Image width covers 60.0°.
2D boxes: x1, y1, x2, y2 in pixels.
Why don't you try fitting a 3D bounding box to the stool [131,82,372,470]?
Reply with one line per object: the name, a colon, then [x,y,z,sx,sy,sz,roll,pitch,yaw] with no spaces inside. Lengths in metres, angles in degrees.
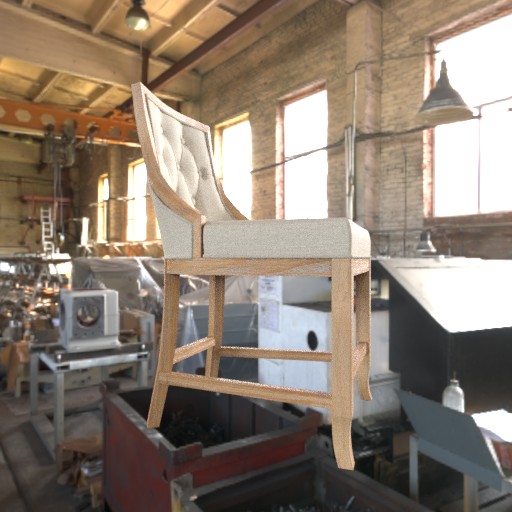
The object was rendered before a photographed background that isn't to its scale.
stool: [0.000,0.000,1.311,0.626,0.938,0.524,0,0,19]
